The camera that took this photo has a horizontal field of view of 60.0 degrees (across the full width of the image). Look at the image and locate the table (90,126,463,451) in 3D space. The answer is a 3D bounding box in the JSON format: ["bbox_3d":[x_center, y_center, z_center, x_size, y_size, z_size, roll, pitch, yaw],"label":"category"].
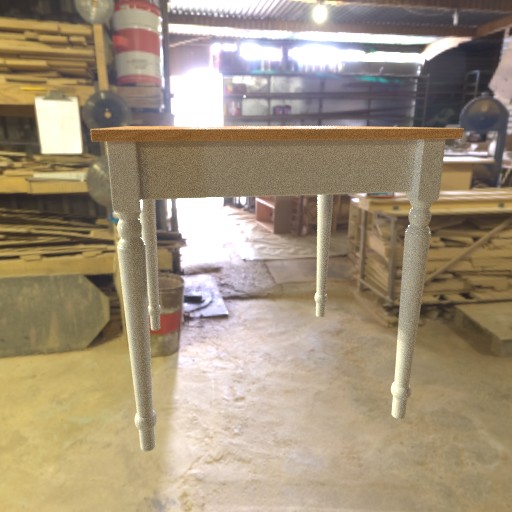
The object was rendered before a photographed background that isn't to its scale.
[{"bbox_3d":[0.000,0.000,1.321,0.747,0.738,0.747,-3,17,-10],"label":"table"}]
